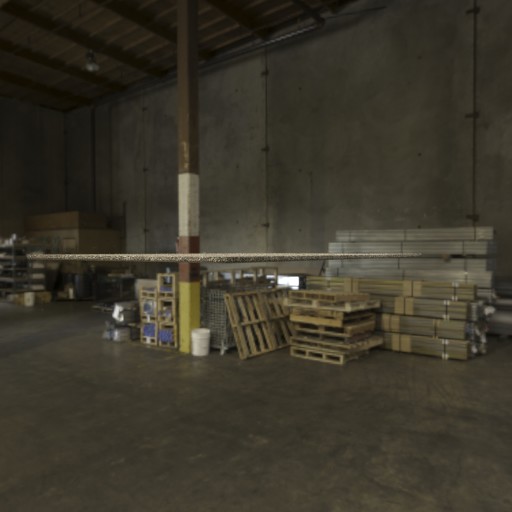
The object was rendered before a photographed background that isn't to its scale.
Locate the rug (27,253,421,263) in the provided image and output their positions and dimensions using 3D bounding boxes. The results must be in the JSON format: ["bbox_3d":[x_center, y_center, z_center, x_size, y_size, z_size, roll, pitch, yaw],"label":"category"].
[{"bbox_3d":[0.000,0.000,2.996,1.502,0.025,2.350,0,1,37],"label":"rug"}]
